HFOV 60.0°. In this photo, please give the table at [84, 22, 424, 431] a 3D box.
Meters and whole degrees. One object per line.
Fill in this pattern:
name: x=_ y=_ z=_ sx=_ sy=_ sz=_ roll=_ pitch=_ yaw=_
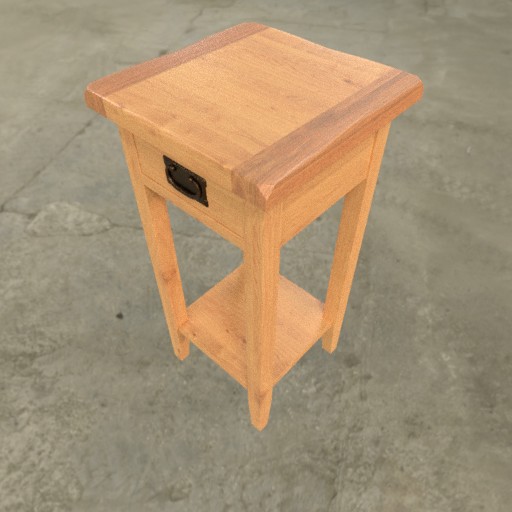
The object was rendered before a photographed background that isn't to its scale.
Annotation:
table: x=0.000 y=0.000 z=0.918 sx=0.360 sy=0.740 sz=0.360 roll=33 pitch=55 yaw=28
